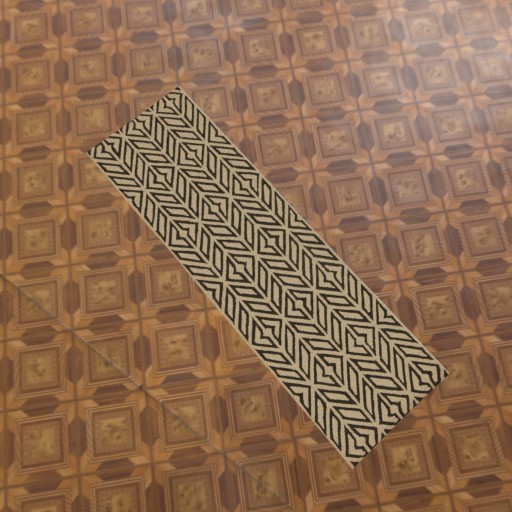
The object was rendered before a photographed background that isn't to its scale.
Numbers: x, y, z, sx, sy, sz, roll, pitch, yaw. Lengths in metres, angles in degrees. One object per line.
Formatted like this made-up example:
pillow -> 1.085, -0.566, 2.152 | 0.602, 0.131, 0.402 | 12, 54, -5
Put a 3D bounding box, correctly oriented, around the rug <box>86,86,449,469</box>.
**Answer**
rug -> 0.000, 0.000, 2.641 | 0.750, 0.009, 2.435 | -40, 79, -10
